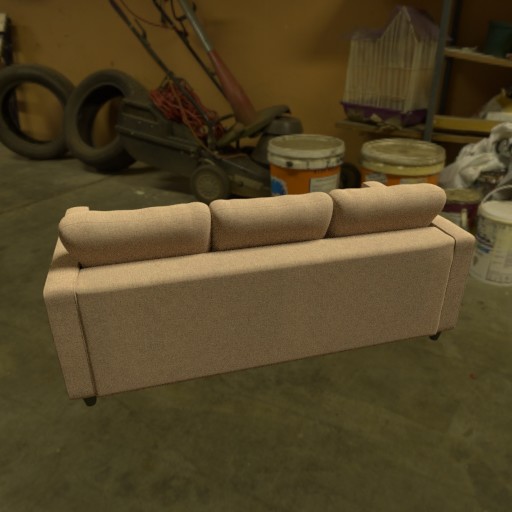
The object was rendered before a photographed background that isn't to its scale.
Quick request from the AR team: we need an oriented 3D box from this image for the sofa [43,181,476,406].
[{"bbox_3d":[0.000,0.000,2.288,1.855,0.800,0.930,-7,27,-14],"label":"sofa"}]
